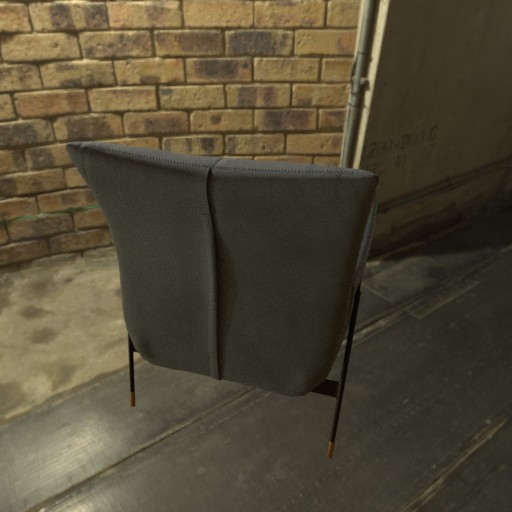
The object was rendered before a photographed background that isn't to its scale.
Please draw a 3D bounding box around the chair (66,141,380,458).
[{"bbox_3d":[0.000,0.000,1.377,0.678,0.858,0.709,9,33,14],"label":"chair"}]
